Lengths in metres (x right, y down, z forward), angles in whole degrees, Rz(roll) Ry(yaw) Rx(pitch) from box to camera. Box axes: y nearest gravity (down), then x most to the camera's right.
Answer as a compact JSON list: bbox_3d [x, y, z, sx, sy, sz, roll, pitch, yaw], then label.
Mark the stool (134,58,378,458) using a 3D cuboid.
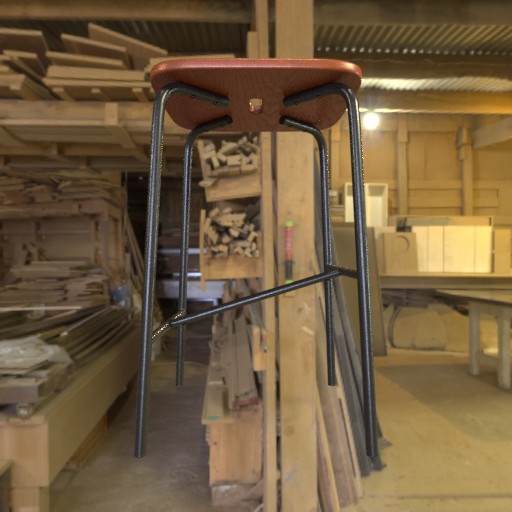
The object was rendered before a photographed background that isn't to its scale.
[{"bbox_3d":[0.000,0.000,0.859,0.376,0.610,0.376,0,1,0],"label":"stool"}]
